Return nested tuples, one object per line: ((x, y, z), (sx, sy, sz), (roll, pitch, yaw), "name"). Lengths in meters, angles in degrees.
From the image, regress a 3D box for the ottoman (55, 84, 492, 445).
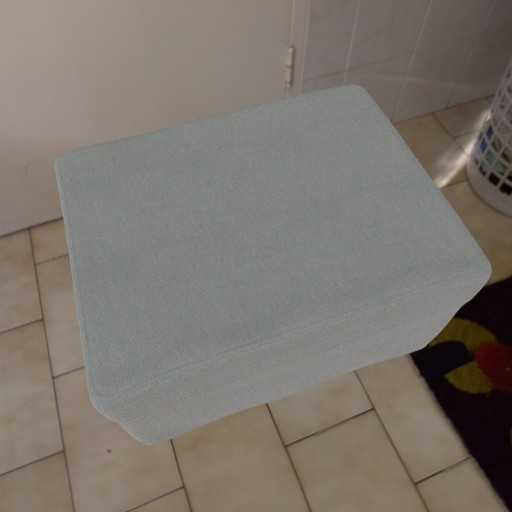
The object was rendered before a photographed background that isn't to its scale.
((0.000, 0.000, 1.165), (0.833, 0.461, 0.648), (-17, 60, -10), "ottoman")
